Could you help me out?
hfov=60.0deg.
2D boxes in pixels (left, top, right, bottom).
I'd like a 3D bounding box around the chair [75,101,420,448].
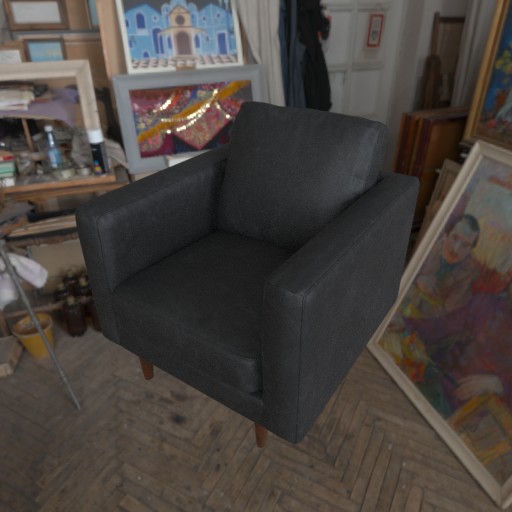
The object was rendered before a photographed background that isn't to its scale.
[{"bbox_3d":[0.000,0.000,1.560,0.831,0.898,0.879,19,36,29],"label":"chair"}]
